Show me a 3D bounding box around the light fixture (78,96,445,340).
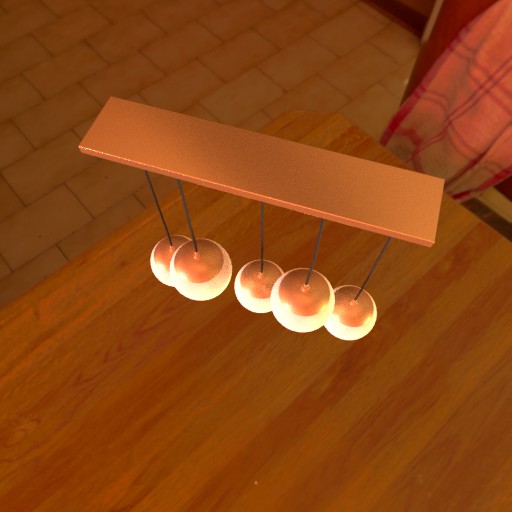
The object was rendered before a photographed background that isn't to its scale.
[{"bbox_3d":[0.000,0.000,1.320,0.863,0.869,0.299,16,64,8],"label":"light fixture"}]
